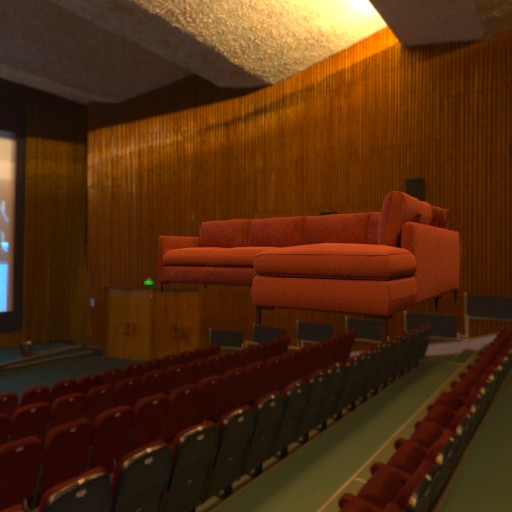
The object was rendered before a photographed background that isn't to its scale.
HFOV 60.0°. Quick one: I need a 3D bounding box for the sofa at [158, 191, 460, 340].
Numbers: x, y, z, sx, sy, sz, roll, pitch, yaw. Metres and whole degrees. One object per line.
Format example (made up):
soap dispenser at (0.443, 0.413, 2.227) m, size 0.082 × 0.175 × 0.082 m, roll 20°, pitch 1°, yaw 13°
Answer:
sofa at (0.000, 0.000, 3.533) m, size 2.736 × 0.757 × 1.879 m, roll 0°, pitch 0°, yaw 34°
